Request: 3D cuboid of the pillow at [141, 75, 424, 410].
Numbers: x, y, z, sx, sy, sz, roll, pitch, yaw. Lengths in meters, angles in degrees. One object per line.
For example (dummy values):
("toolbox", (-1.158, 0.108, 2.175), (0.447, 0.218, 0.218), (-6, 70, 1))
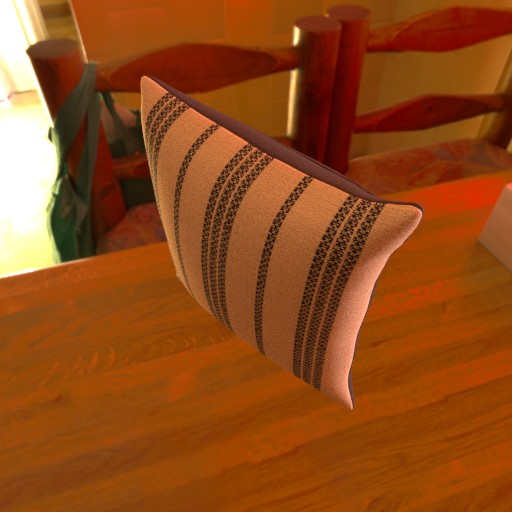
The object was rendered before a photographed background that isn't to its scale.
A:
("pillow", (0.000, 0.000, 0.632), (0.405, 0.406, 0.173), (34, 55, 27))
